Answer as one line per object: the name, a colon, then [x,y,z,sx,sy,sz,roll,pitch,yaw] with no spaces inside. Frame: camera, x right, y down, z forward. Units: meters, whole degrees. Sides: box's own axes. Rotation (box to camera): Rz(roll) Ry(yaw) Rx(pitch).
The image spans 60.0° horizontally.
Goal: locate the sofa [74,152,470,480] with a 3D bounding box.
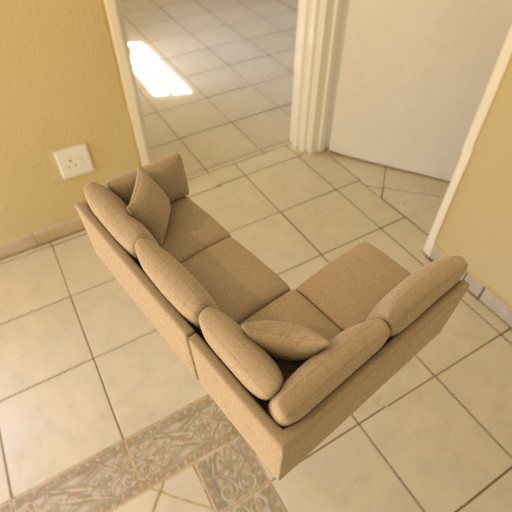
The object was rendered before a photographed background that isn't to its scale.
sofa: [0.000,0.000,3.929,1.994,0.978,2.896,-31,55,-26]
